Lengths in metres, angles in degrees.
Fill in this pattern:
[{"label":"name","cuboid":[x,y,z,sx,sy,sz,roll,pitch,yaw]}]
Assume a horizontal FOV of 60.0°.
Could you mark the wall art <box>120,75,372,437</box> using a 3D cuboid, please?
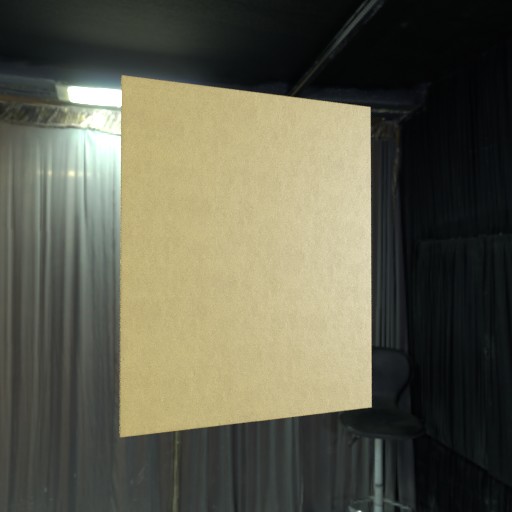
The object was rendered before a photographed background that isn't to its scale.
[{"label":"wall art","cuboid":[0.000,0.000,1.365,0.798,1.002,0.030,0,-1,-18]}]
